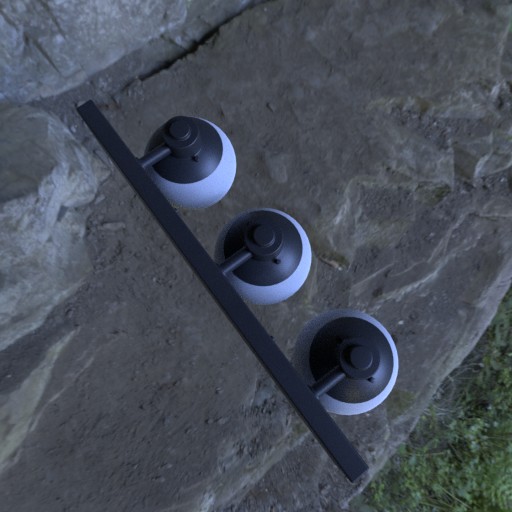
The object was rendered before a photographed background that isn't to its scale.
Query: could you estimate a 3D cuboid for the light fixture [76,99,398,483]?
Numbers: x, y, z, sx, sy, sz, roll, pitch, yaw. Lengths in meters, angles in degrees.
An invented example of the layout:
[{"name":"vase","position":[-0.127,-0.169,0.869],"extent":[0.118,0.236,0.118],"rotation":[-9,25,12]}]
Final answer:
[{"name":"light fixture","position":[0.000,0.000,0.814],"extent":[0.218,0.263,0.721],"rotation":[-36,78,-9]}]
